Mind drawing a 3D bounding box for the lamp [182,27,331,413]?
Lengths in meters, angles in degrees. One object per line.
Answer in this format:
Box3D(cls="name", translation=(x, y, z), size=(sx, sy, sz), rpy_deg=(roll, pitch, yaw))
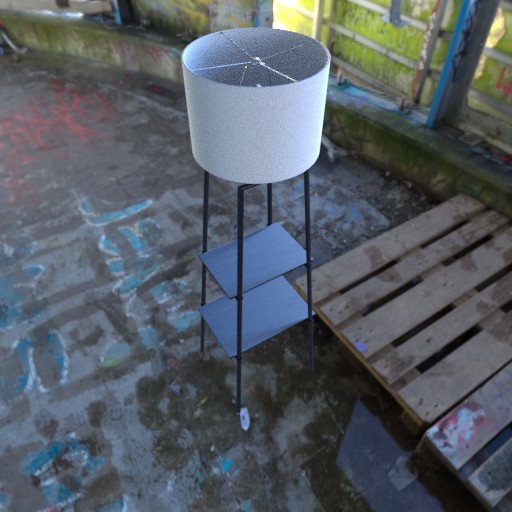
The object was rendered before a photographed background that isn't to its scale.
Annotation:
Box3D(cls="lamp", translation=(0.000, 0.000, 1.653), size=(0.427, 1.474, 0.384), rpy_deg=(-24, 51, -21))
